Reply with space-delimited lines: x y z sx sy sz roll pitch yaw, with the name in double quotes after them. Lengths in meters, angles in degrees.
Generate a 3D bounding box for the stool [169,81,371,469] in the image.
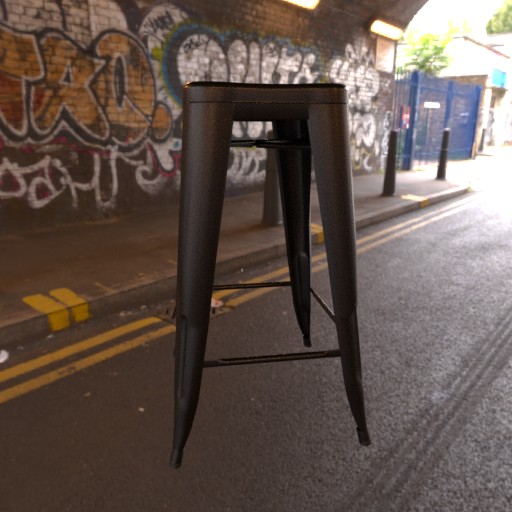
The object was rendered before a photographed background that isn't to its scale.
0.000 0.000 0.863 0.359 0.609 0.399 -3 16 -9 "stool"
